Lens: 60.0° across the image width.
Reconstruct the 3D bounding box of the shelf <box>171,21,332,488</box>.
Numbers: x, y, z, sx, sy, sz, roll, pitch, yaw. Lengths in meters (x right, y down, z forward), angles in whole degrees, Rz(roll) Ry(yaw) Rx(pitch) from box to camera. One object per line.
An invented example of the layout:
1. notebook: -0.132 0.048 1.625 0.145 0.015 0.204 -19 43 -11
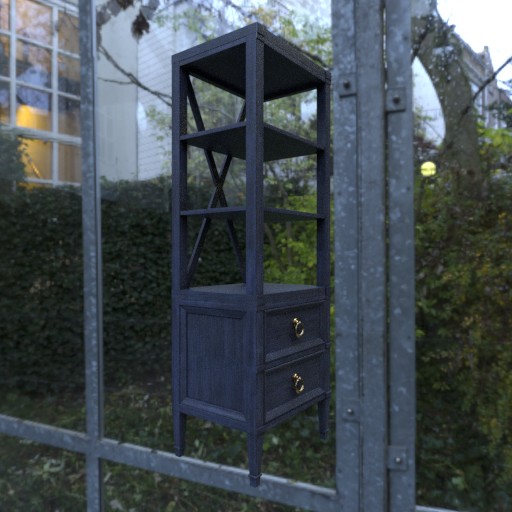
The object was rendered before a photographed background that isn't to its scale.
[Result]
1. shelf: 0.000 0.000 2.002 0.472 1.727 0.584 0 0 37
